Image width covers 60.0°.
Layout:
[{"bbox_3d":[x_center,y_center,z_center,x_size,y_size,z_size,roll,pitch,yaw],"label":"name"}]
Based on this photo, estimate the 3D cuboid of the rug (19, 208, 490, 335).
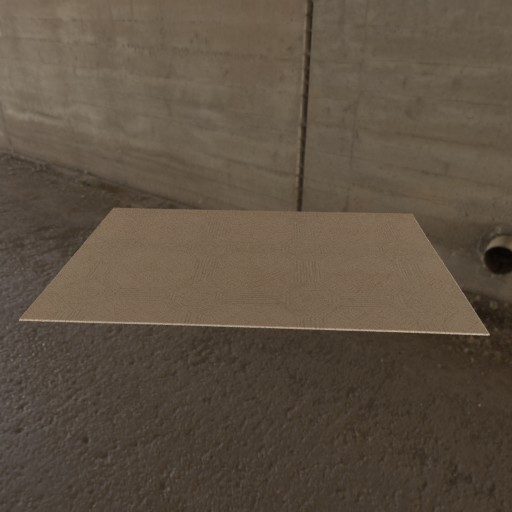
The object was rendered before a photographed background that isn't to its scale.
[{"bbox_3d":[0.000,0.000,2.956,2.440,0.008,1.524,1,29,3],"label":"rug"}]
